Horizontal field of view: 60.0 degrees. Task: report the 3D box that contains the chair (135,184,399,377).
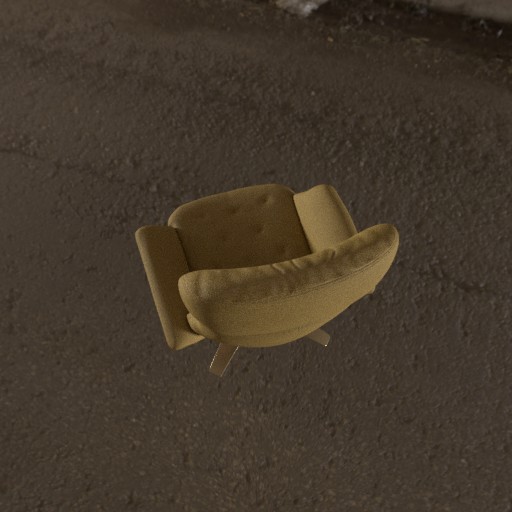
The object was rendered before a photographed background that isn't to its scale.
[{"bbox_3d":[0.000,0.000,1.574,0.785,0.995,0.837,-15,60,-9],"label":"chair"}]
